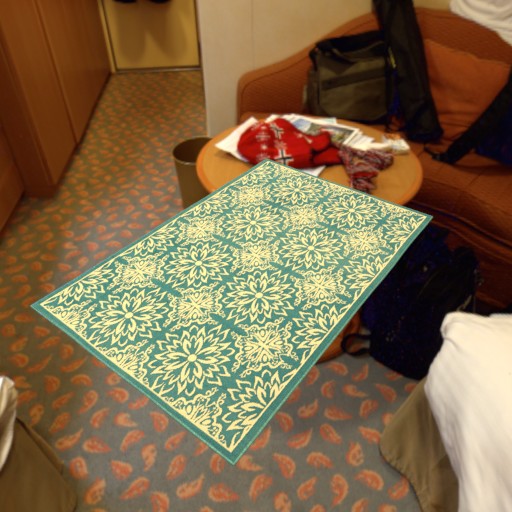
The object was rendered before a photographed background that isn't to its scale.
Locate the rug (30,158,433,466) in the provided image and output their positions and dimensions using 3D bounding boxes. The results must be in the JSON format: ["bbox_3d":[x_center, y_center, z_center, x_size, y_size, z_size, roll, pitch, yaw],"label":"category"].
[{"bbox_3d":[0.000,0.000,3.493,1.830,0.018,2.769,26,46,28],"label":"rug"}]
